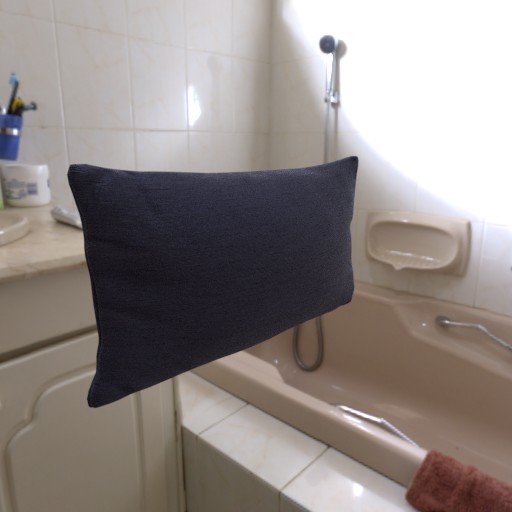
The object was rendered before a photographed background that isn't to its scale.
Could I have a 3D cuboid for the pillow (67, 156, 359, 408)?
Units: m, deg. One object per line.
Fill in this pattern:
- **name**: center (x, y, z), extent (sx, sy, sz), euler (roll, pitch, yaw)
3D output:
- **pillow**: center (0.000, 0.000, 0.788), extent (0.633, 0.338, 0.210), euler (-13, 19, -43)
